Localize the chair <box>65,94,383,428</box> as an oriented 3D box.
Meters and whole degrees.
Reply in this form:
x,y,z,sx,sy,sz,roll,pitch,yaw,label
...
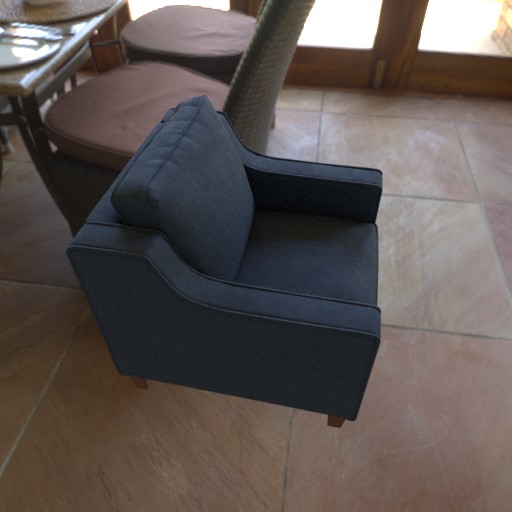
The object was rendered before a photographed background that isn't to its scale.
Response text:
x,y,z,sx,sy,sz,roll,pitch,yaw,label
0.000,0.000,1.672,0.909,0.960,0.831,8,46,8,chair
